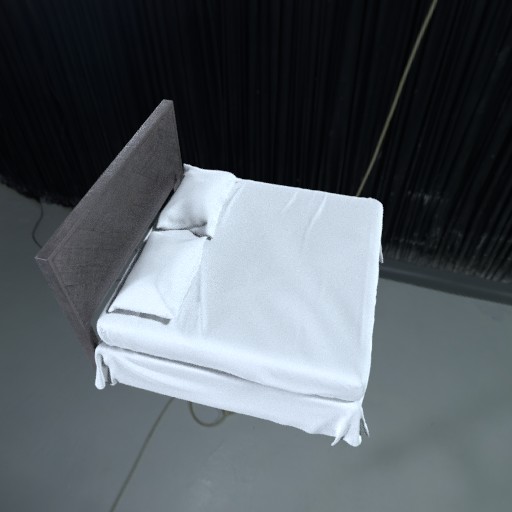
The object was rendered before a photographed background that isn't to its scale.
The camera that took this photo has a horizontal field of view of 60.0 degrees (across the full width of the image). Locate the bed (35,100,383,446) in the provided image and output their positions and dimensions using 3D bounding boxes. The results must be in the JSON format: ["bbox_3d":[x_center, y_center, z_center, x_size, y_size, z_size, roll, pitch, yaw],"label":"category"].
[{"bbox_3d":[0.000,0.000,2.908,1.785,1.142,1.772,11,48,10],"label":"bed"}]
